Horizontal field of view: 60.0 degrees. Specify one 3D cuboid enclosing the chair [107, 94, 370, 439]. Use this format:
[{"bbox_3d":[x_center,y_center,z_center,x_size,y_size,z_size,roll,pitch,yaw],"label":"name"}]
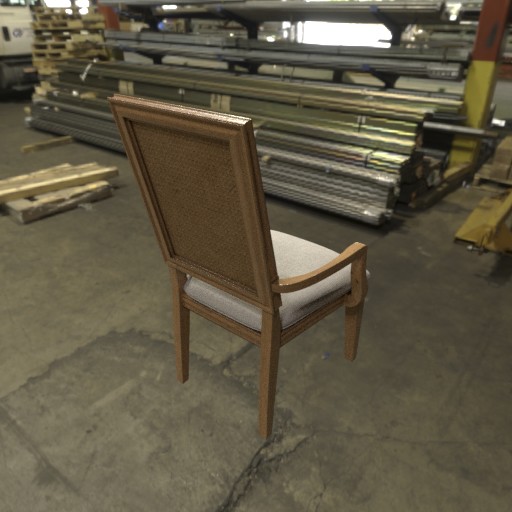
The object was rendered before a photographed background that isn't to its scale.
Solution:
[{"bbox_3d":[0.000,0.000,1.375,0.606,0.990,0.602,22,36,33],"label":"chair"}]
